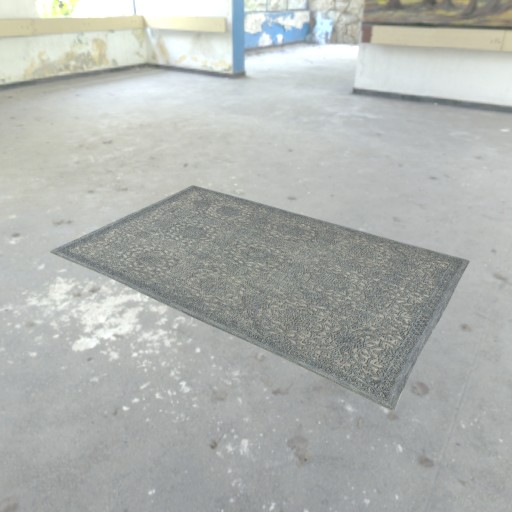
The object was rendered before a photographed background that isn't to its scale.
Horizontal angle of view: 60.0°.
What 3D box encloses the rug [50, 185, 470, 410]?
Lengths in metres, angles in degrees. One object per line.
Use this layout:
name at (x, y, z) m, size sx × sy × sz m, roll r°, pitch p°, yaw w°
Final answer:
rug at (0.000, 0.000, 3.083) m, size 2.498 × 0.022 × 1.535 m, roll 19°, pitch 35°, yaw 29°
